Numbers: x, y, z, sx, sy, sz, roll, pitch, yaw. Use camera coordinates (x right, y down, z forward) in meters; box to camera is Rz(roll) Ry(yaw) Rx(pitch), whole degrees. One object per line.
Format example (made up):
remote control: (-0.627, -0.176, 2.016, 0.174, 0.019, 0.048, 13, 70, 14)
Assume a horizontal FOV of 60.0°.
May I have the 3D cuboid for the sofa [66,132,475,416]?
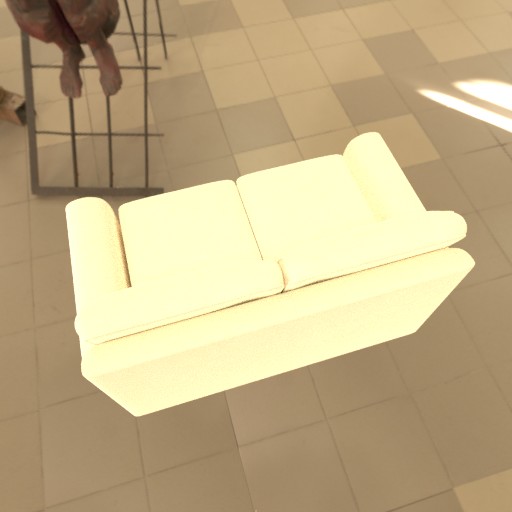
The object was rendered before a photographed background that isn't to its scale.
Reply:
sofa: (0.000, 0.000, 2.252, 1.727, 0.940, 0.991, -15, 61, -8)
